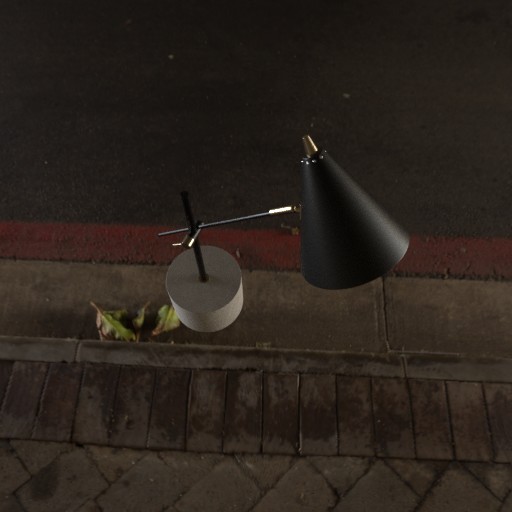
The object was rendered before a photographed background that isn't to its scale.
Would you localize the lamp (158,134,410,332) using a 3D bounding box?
[{"bbox_3d":[0.000,0.000,0.734,0.403,0.518,0.214,31,65,16],"label":"lamp"}]
